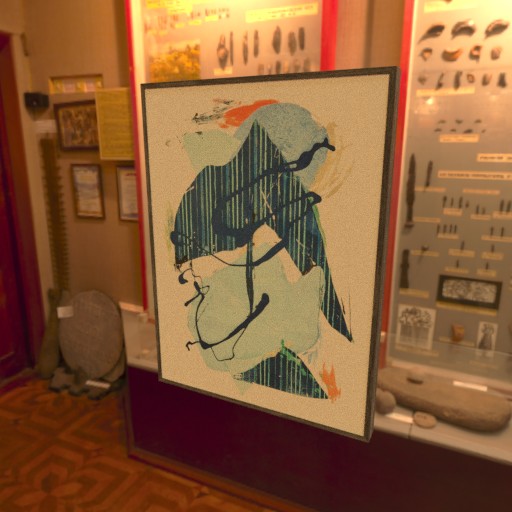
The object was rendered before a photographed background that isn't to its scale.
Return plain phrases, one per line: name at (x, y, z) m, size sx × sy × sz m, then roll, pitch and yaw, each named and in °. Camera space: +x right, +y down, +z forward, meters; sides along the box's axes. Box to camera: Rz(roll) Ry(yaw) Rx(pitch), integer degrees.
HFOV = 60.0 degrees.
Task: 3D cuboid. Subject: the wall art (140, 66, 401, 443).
wall art at (0.000, 0.000, 1.348) m, size 0.762 × 1.016 × 0.063 m, roll 7°, pitch 16°, yaw 26°
